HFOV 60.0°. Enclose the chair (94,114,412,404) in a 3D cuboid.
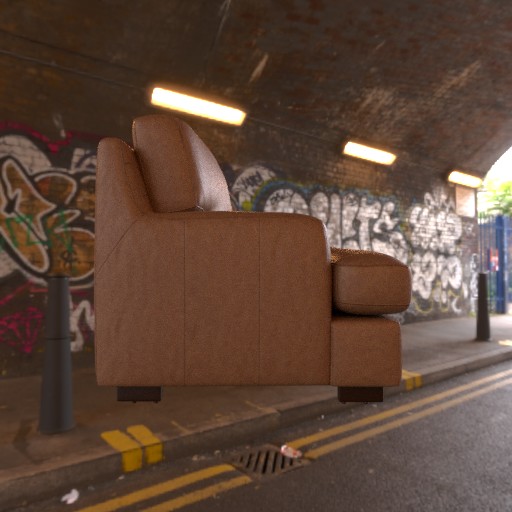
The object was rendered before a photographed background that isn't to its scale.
[{"bbox_3d":[0.000,0.000,1.995,1.050,0.978,1.276,0,-2,1],"label":"chair"}]
